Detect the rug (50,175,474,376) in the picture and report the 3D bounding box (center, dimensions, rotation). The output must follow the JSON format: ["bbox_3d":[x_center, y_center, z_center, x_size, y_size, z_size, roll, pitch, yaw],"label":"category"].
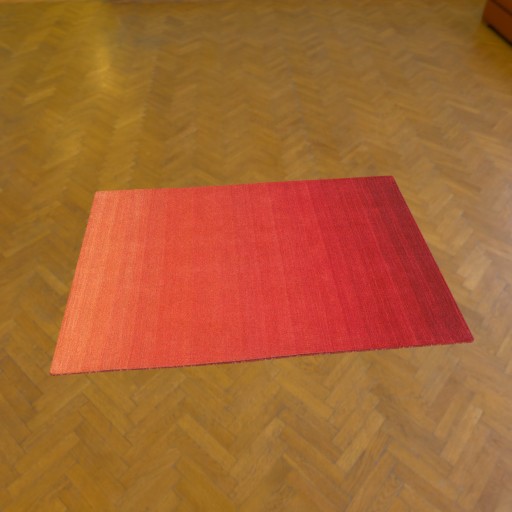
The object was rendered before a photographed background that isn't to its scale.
[{"bbox_3d":[0.000,0.000,2.310,1.835,0.018,1.230,-4,47,-4],"label":"rug"}]
